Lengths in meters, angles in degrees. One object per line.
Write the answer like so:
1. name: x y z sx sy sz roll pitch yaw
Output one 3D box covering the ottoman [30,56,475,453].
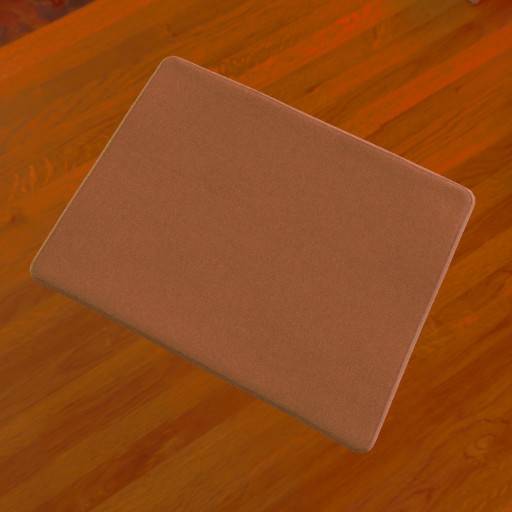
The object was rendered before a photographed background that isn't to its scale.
1. ottoman: 0.000 0.000 1.191 0.833 0.461 0.648 26 78 6
